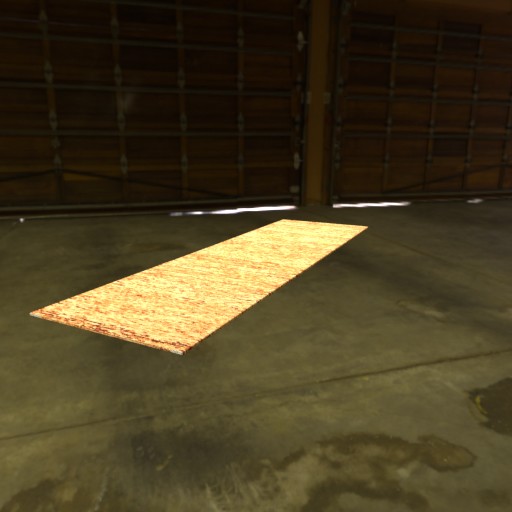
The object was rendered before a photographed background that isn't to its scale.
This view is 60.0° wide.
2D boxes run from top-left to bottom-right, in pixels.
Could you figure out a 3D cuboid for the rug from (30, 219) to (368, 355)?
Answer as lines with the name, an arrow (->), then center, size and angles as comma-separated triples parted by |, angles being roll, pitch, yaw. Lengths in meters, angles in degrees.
rug -> 0.000, 0.000, 2.399 | 0.680, 0.014, 2.237 | 7, 16, 26
